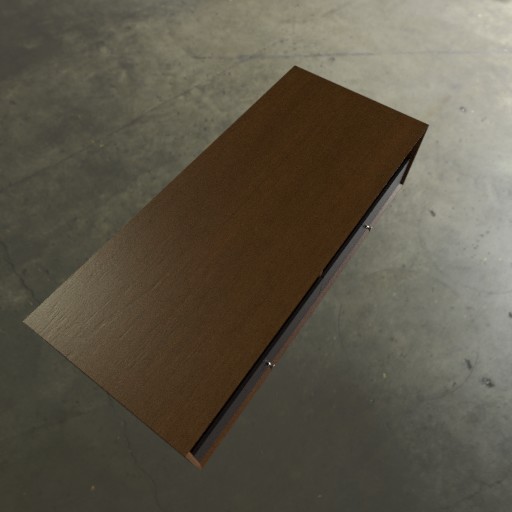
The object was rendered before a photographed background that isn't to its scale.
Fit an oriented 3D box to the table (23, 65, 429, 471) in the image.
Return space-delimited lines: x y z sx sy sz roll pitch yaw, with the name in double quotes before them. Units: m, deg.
"table" 0.000 0.000 1.358 0.490 0.464 1.119 32 64 18
